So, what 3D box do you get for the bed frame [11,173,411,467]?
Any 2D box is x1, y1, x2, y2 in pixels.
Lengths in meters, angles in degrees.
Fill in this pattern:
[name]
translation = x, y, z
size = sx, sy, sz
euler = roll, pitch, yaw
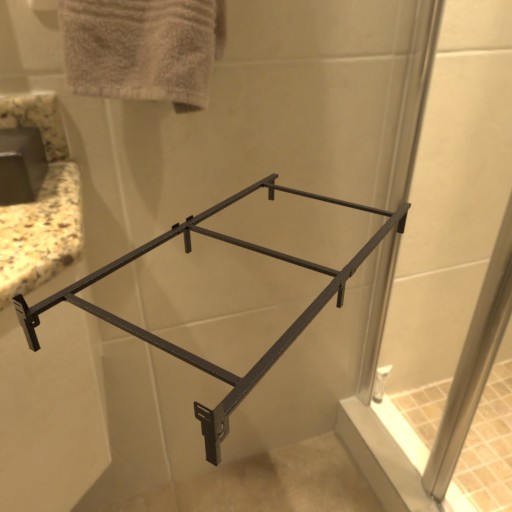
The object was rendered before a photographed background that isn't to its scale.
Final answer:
[bed frame]
translation = 0.000, 0.000, 2.188
size = 0.968, 0.248, 1.897
euler = 18, 35, 28
